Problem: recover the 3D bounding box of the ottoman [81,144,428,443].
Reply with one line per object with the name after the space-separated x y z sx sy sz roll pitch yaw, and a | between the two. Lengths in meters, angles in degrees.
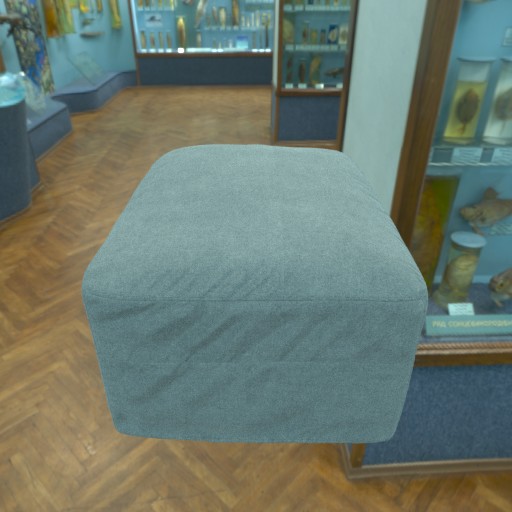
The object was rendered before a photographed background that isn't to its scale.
0.000 0.000 1.221 0.683 0.481 0.837 0 31 0 | ottoman
